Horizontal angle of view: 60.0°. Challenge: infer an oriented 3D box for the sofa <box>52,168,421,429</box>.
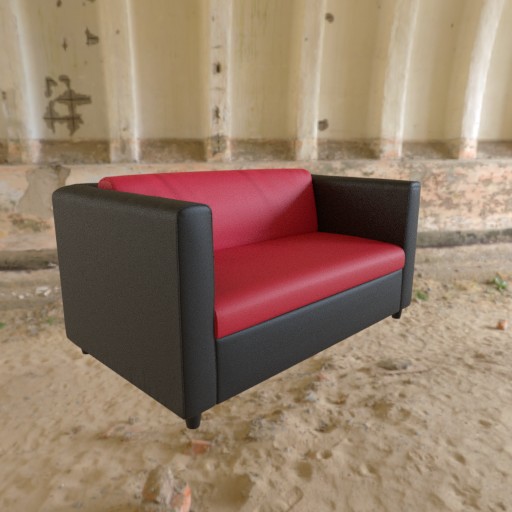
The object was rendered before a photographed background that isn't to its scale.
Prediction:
[{"bbox_3d":[0.000,0.000,1.969,0.845,0.735,1.410,13,18,43],"label":"sofa"}]
